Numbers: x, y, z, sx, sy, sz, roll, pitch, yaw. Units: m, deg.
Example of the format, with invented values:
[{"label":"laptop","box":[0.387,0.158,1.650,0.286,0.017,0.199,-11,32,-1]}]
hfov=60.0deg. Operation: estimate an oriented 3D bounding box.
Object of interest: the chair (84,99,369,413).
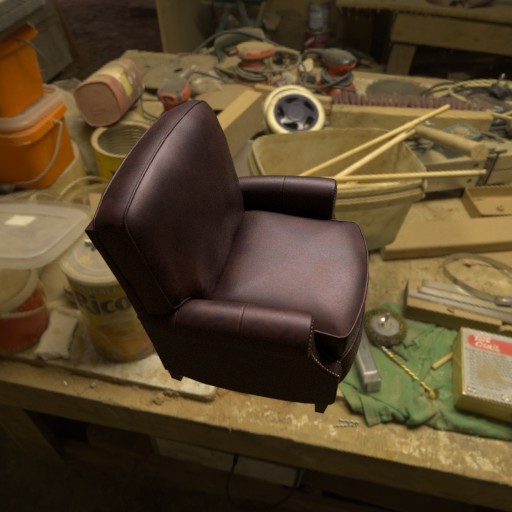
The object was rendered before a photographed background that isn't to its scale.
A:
[{"label":"chair","box":[0.000,0.000,1.822,0.986,1.018,0.936,9,46,9]}]
